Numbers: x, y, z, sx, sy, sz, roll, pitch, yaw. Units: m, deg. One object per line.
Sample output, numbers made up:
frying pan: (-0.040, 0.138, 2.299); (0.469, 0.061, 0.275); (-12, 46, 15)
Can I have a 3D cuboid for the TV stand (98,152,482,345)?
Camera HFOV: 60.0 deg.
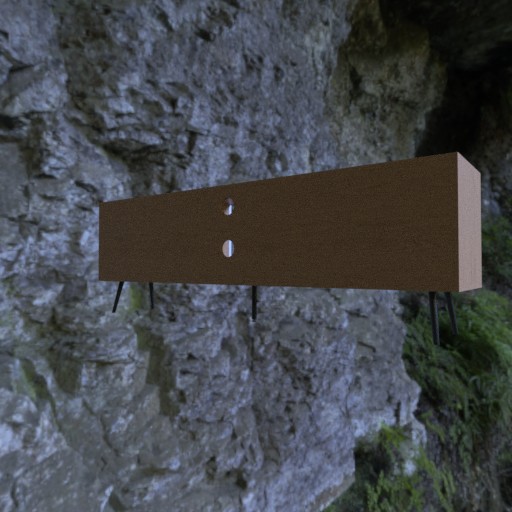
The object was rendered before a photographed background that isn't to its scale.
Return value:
TV stand: (0.000, 0.000, 1.977); (1.760, 0.580, 0.400); (-1, -2, 36)
